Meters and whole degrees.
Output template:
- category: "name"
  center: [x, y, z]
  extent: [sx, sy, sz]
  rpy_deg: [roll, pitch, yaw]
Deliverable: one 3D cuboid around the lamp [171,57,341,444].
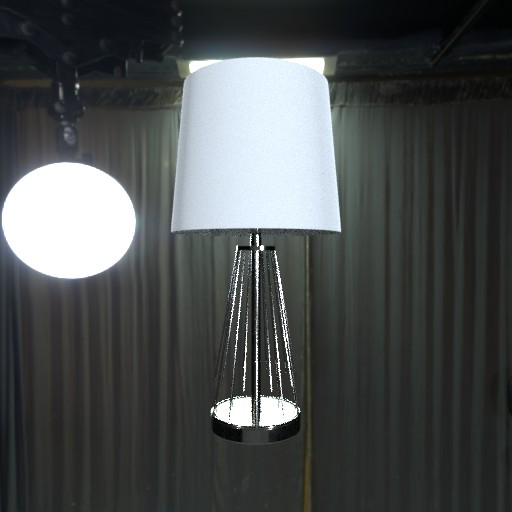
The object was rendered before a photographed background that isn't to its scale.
- category: "lamp"
  center: [0.000, 0.000, 0.805]
  extent: [0.303, 0.618, 0.303]
  rpy_deg: [0, 0, 0]
